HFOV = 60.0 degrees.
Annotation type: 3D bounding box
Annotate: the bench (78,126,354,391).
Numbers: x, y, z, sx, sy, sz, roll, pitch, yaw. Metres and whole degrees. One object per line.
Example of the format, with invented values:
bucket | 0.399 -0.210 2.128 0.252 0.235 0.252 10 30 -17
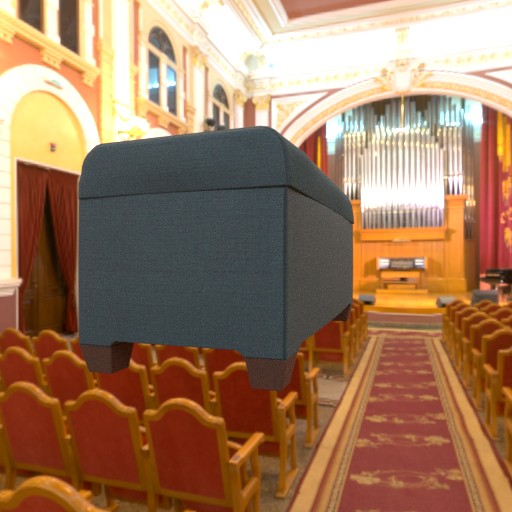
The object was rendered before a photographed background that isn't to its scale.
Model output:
bench | 0.000 0.000 1.285 0.476 0.474 0.995 0 0 19
